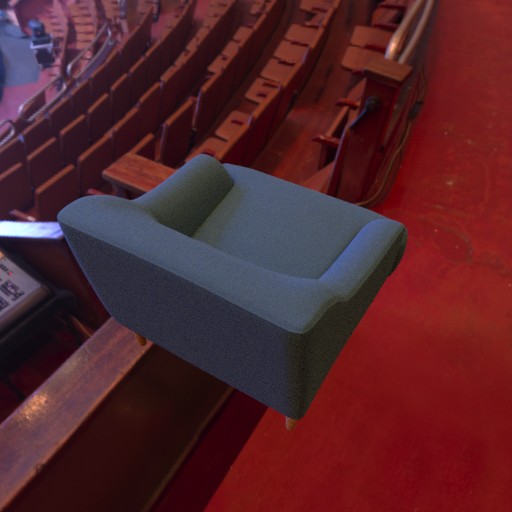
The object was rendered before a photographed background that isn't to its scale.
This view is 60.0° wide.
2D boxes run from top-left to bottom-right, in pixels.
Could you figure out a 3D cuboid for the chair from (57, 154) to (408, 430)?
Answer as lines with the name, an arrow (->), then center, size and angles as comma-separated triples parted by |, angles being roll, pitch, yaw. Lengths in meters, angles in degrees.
chair -> 0.000, 0.000, 1.683 | 0.946, 0.818, 0.951 | 23, 51, 20
